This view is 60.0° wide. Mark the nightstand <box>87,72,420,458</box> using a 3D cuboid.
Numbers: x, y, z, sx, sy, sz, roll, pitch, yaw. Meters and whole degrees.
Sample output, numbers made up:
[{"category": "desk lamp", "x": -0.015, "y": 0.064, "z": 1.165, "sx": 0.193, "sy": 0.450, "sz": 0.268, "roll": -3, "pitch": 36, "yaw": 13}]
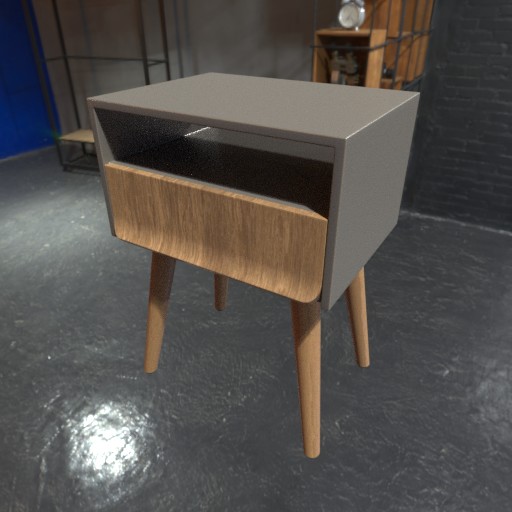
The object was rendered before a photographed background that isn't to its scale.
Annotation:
[{"category": "nightstand", "x": 0.000, "y": 0.000, "z": 0.734, "sx": 0.370, "sy": 0.508, "sz": 0.288, "roll": 17, "pitch": 35, "yaw": 27}]
